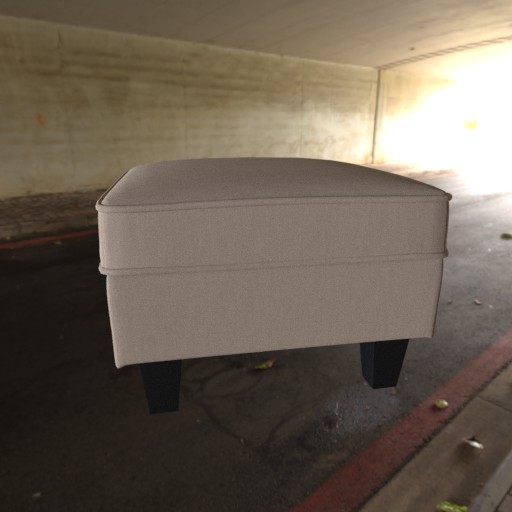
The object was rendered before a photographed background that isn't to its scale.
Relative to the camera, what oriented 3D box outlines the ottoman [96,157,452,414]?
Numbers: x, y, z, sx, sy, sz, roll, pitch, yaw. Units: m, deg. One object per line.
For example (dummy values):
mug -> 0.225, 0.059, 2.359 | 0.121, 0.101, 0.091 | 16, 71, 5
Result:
ottoman -> 0.000, 0.000, 1.035 | 0.616, 0.438, 0.613 | -3, 17, -10
